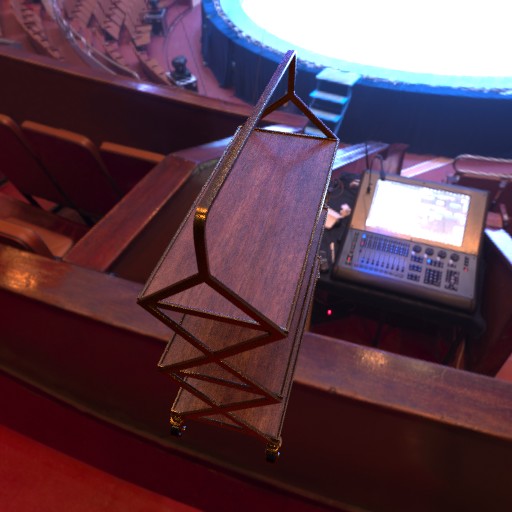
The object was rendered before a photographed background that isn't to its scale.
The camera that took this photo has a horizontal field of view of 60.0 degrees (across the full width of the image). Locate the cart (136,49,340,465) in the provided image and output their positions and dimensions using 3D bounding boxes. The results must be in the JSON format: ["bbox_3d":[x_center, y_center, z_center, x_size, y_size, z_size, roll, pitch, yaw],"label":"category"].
[{"bbox_3d":[0.000,0.000,1.152,0.313,0.805,0.723,11,46,11],"label":"cart"}]
